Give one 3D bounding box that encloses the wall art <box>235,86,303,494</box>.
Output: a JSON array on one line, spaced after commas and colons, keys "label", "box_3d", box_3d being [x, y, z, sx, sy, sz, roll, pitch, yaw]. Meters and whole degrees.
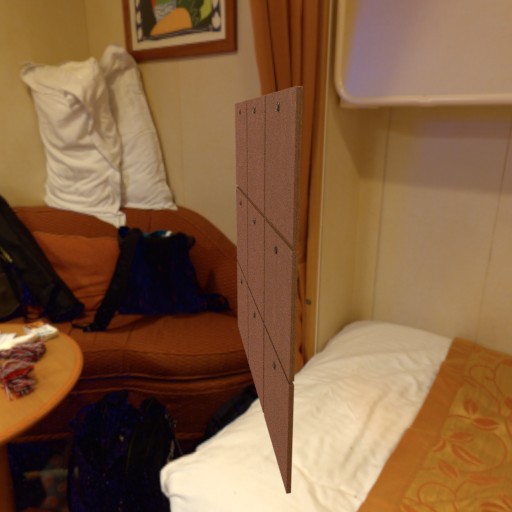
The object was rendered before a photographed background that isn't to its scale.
[{"label": "wall art", "box_3d": [0.000, 0.000, 1.357, 0.018, 0.913, 0.915, -3, 17, -9]}]
